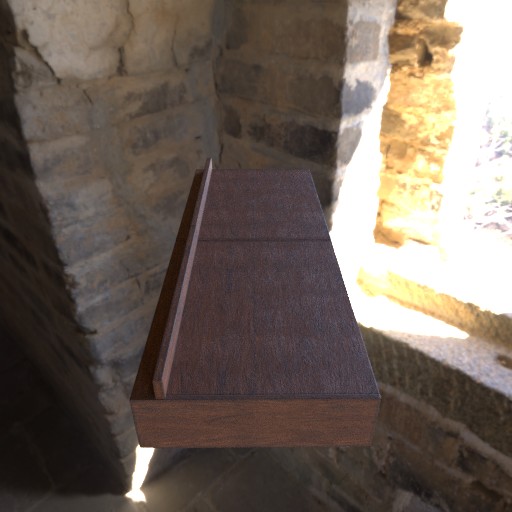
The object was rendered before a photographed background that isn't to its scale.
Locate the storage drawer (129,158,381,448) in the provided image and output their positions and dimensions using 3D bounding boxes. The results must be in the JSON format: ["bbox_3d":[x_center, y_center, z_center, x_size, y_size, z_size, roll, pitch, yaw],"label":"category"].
[{"bbox_3d":[0.000,0.000,2.182,0.774,0.339,1.914,0,32,-1],"label":"storage drawer"}]
